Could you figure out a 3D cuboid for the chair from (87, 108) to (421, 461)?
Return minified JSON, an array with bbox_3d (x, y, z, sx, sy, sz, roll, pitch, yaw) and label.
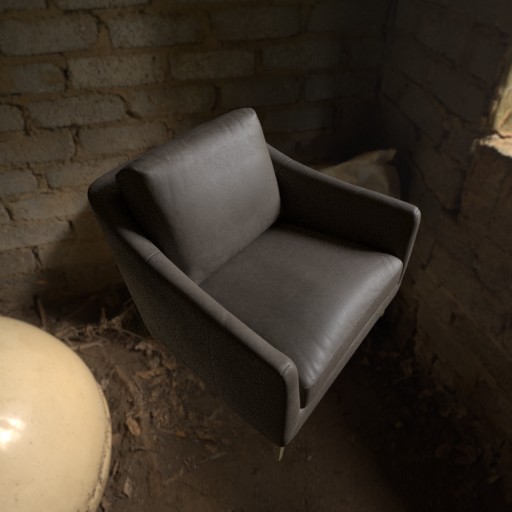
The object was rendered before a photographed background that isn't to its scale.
[{"bbox_3d":[0.000,0.000,1.761,0.961,0.901,0.988,25,46,27],"label":"chair"}]
